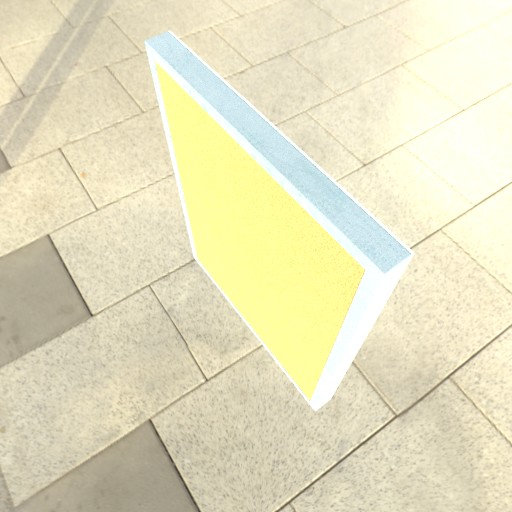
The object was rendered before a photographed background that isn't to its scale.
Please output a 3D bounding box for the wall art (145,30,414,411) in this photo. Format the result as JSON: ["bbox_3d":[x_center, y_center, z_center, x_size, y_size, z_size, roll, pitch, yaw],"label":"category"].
[{"bbox_3d":[0.000,0.000,0.679,0.037,0.509,0.409,-32,64,-18],"label":"wall art"}]
